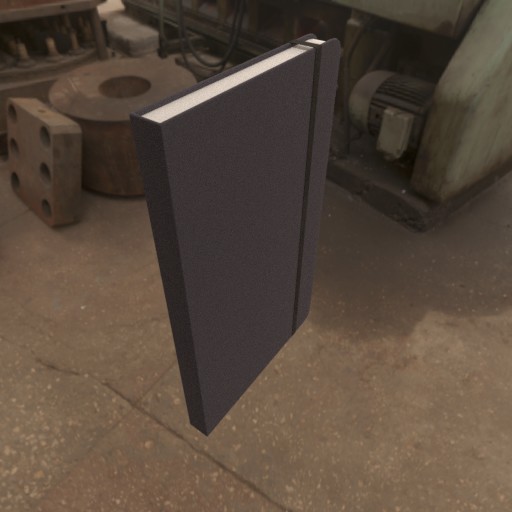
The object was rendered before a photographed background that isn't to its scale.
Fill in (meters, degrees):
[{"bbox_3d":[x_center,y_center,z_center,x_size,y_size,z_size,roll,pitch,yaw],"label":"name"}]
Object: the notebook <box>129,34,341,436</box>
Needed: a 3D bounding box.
[{"bbox_3d":[0.000,0.000,0.257,0.016,0.213,0.127,26,47,26],"label":"notebook"}]
